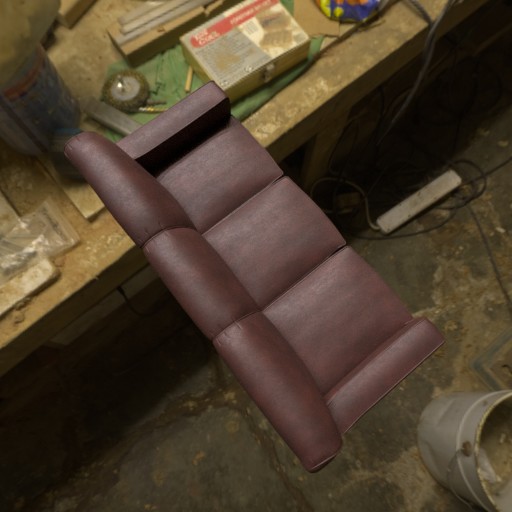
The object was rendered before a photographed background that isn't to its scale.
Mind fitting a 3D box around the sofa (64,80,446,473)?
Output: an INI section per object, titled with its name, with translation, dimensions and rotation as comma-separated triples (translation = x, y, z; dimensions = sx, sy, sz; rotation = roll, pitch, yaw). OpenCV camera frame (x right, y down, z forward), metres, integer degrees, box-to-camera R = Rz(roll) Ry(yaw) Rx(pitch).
[sofa]
translation = 0.000, 0.000, 2.568
dimensions = 1.008, 0.953, 2.039
rotation = -38, 78, -9
